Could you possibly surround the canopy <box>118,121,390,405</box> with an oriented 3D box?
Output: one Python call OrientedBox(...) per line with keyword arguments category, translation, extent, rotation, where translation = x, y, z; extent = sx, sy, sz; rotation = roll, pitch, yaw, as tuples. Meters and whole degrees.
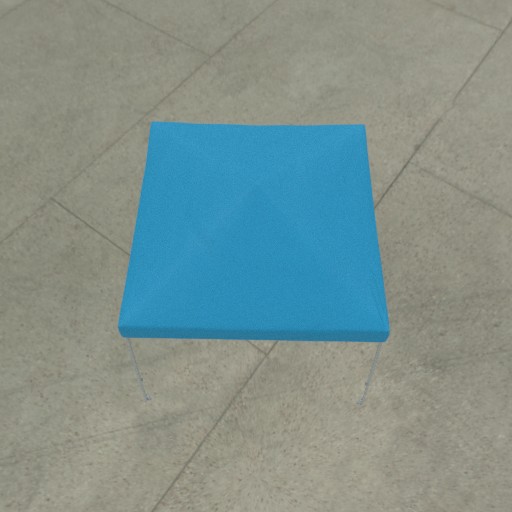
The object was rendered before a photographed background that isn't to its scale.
OrientedBox(category="canopy", translation=(0.000, 0.000, 5.147), extent=(2.849, 2.850, 2.850), rotation=(1, 63, 0))
